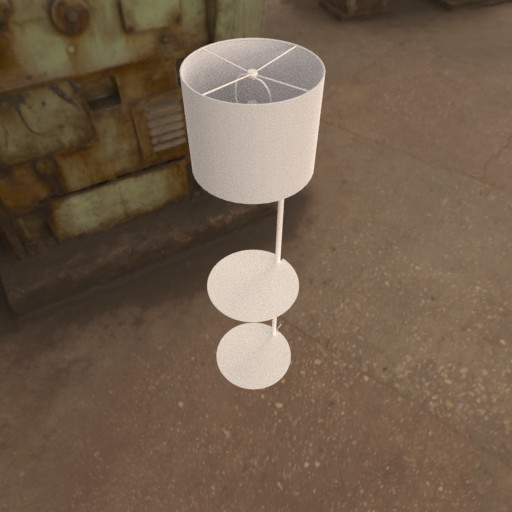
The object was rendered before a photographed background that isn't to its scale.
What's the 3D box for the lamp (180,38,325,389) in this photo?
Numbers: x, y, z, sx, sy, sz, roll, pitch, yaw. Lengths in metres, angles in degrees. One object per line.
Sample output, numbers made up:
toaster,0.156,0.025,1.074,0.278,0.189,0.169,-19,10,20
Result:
lamp,0.000,0.000,1.687,0.372,1.465,0.405,33,56,26
